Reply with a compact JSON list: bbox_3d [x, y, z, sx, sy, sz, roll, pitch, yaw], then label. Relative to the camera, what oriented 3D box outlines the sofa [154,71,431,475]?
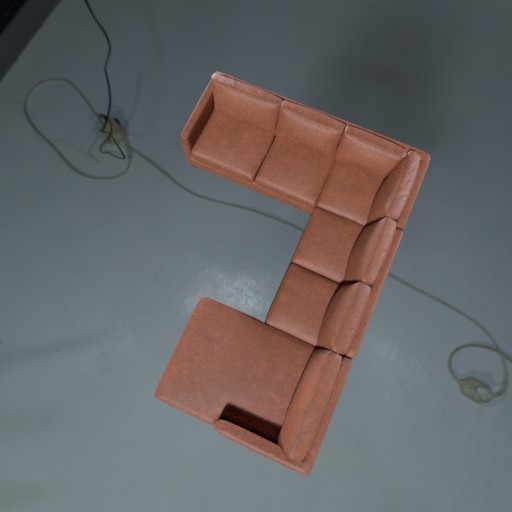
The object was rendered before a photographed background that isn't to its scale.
[{"bbox_3d":[0.000,0.000,4.686,2.593,0.923,3.460,24,76,6],"label":"sofa"}]
